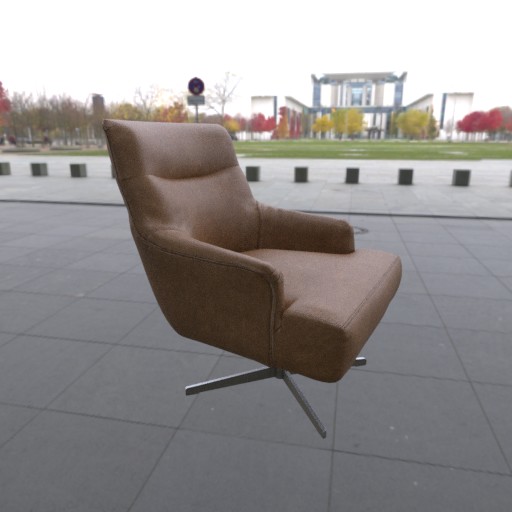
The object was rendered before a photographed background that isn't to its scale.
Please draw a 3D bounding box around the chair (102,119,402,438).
[{"bbox_3d":[0.000,0.000,1.484,0.874,0.869,0.729,8,17,26],"label":"chair"}]
